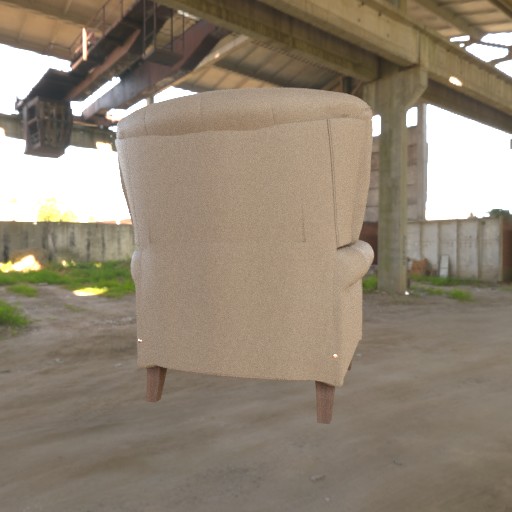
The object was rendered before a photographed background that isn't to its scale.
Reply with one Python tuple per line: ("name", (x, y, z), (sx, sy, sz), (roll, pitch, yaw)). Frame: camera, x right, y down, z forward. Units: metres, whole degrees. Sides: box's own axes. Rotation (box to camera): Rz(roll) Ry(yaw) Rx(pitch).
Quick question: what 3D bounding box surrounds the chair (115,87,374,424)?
("chair", (0.000, 0.000, 1.905), (0.999, 1.138, 1.041), (1, 2, 18))
